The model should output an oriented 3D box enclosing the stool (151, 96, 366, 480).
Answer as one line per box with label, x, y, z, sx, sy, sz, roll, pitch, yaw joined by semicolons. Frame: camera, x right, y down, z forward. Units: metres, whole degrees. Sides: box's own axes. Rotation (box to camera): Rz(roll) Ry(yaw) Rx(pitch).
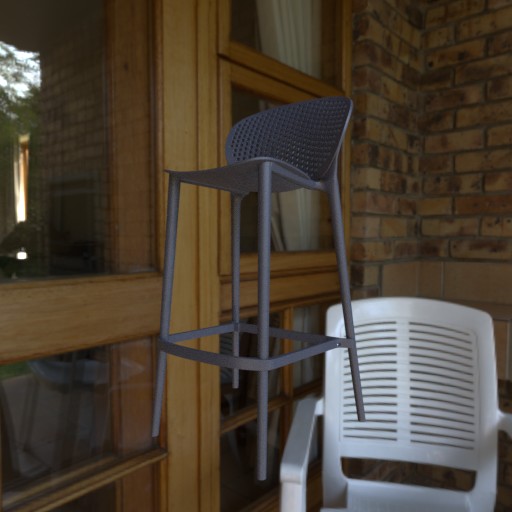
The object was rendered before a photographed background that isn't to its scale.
stool;0.000;0.000;1.348;0.536;1.045;0.535;2;4;36
